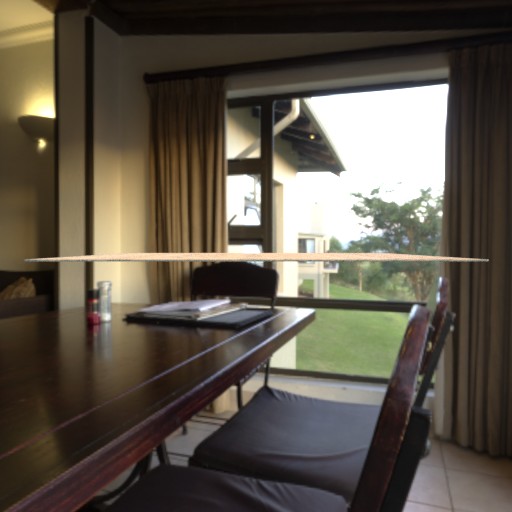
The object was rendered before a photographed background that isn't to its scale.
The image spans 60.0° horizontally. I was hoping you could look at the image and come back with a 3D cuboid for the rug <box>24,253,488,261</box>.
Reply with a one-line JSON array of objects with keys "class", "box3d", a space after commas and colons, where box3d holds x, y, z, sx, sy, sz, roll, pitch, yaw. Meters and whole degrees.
[{"class": "rug", "box3d": [0.000, 0.000, 4.119, 3.056, 0.013, 2.441, 0, 1, 0]}]
